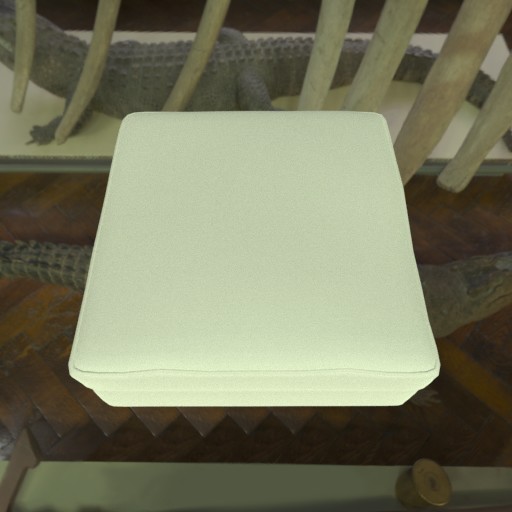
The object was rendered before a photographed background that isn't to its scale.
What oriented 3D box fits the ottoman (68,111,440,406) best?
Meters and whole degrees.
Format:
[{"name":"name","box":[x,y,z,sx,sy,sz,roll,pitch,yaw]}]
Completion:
[{"name":"ottoman","box":[0.000,0.000,1.326,0.838,0.479,0.838,0,59,0]}]
